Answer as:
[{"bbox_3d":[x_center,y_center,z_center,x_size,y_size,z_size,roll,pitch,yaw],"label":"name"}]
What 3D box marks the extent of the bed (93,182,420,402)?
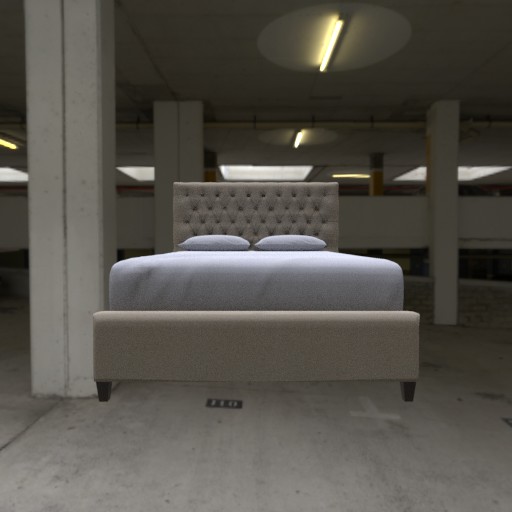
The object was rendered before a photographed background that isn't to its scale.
[{"bbox_3d":[0.000,0.000,3.425,1.698,1.427,2.387,0,2,0],"label":"bed"}]
